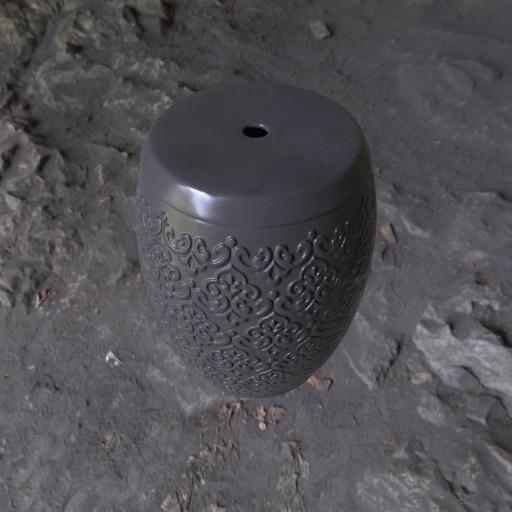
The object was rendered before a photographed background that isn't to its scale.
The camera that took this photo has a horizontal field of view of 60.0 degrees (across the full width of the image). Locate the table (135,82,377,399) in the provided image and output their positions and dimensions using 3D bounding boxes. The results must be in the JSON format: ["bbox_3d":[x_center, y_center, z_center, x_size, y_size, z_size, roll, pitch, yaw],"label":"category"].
[{"bbox_3d":[0.000,0.000,0.620,0.309,0.397,0.309,0,47,0],"label":"table"}]
